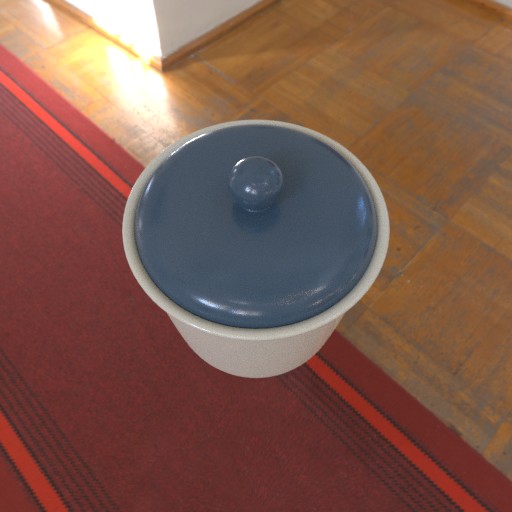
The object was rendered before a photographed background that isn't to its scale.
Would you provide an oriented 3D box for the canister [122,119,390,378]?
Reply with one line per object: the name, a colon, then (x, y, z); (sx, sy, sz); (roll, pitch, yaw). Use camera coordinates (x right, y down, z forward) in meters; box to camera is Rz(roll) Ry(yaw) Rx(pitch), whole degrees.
canister: (0.000, 0.000, 0.355); (0.182, 0.208, 0.182); (0, 60, 0)
